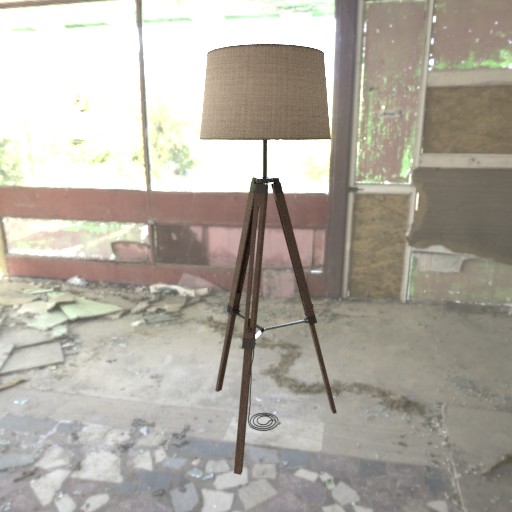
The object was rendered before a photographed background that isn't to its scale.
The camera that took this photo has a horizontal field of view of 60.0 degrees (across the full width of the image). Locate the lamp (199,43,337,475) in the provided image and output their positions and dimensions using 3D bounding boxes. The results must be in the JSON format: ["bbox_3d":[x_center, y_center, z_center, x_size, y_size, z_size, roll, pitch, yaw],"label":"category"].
[{"bbox_3d":[0.000,0.000,1.819,0.604,1.510,0.587,-14,20,-41],"label":"lamp"}]
